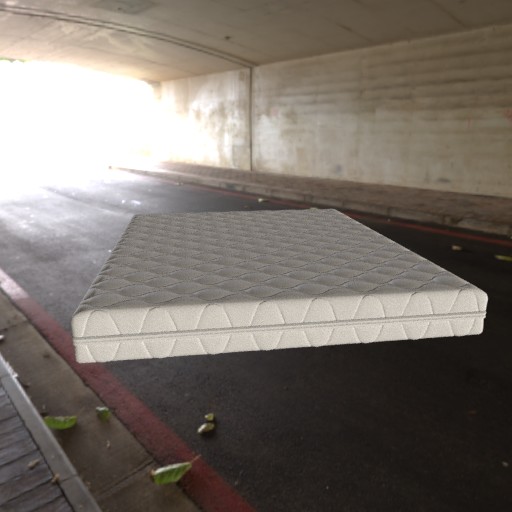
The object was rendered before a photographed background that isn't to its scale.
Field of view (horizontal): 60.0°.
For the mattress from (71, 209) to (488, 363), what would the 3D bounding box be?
[{"bbox_3d":[0.000,0.000,2.565,1.600,0.200,1.900,-2,16,-8],"label":"mattress"}]
